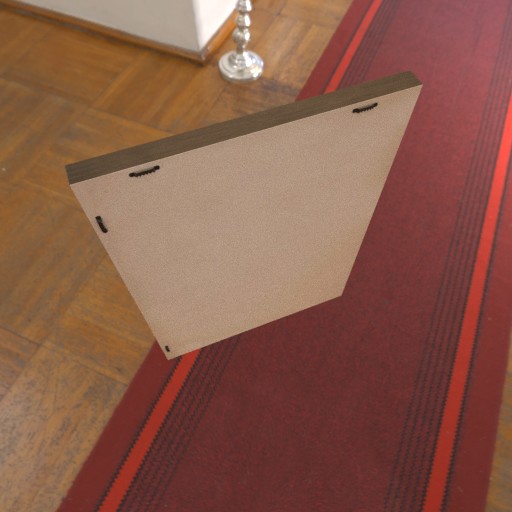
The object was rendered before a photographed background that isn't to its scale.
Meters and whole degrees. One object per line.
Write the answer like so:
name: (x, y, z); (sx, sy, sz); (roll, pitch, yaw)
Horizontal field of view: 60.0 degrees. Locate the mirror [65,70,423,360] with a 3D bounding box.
mirror: (0.000, 0.000, 0.906); (0.507, 0.710, 0.040); (-19, 61, -11)
